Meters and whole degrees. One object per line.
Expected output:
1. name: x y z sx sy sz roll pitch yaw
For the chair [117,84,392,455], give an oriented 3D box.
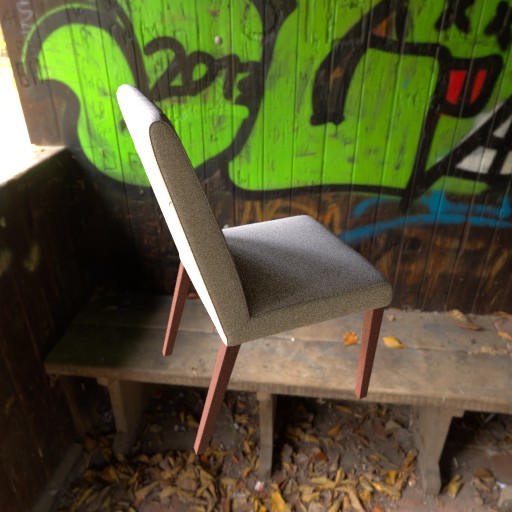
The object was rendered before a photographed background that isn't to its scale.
1. chair: 0.000 0.000 1.235 0.594 0.900 0.480 -11 31 -19
